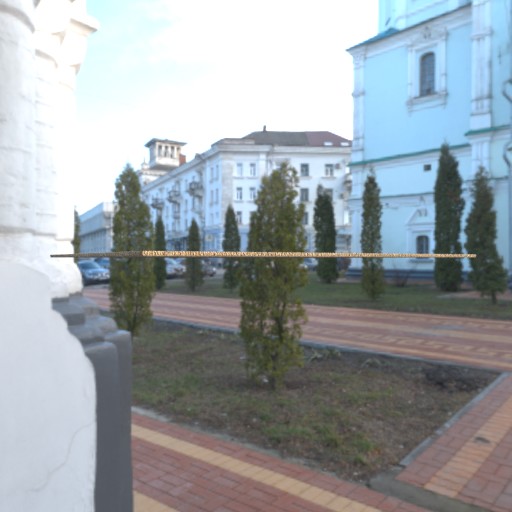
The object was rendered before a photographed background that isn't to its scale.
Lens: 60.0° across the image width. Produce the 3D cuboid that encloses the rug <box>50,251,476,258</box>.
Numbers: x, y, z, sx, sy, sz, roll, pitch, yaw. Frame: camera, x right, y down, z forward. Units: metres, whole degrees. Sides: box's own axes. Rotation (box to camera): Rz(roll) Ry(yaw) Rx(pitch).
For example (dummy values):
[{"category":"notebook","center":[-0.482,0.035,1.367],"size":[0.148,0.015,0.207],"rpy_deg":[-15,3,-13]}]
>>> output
[{"category":"rug","center":[0.000,0.000,3.992],"size":[3.000,0.026,2.400],"rpy_deg":[0,0,-35]}]
